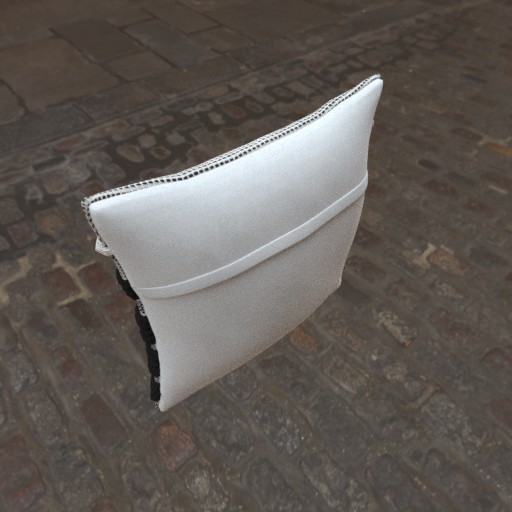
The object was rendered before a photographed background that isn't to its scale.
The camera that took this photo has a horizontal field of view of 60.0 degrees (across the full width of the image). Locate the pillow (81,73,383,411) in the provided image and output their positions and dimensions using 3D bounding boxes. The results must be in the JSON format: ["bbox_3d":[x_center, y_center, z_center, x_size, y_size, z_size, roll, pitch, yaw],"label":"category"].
[{"bbox_3d":[0.000,0.000,0.665,0.436,0.438,0.156,-31,53,-26],"label":"pillow"}]
